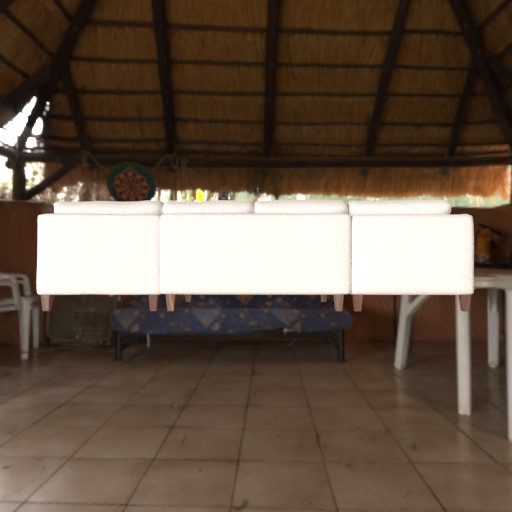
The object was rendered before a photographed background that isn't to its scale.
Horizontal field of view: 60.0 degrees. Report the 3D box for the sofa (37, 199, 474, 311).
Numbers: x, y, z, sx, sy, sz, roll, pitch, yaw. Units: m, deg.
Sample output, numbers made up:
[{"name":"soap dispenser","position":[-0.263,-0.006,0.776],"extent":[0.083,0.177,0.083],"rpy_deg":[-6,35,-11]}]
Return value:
[{"name":"sofa","position":[0.000,0.000,4.481],"extent":[3.238,0.853,2.551],"rpy_deg":[0,-1,1]}]
